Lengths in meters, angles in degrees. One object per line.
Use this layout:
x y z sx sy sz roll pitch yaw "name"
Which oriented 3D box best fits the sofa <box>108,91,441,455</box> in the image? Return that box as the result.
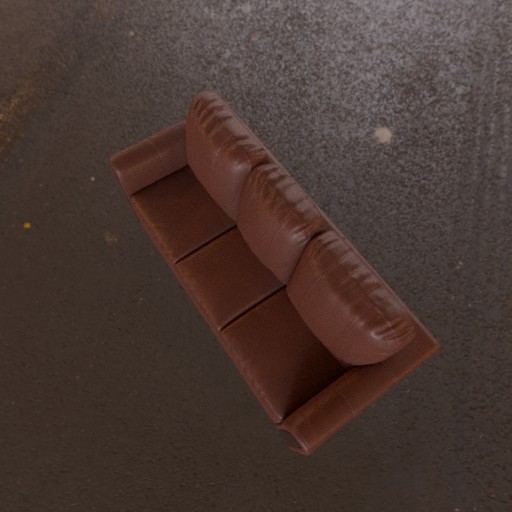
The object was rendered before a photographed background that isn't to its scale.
0.000 0.000 2.374 0.802 0.915 1.862 -32 68 -14 "sofa"
